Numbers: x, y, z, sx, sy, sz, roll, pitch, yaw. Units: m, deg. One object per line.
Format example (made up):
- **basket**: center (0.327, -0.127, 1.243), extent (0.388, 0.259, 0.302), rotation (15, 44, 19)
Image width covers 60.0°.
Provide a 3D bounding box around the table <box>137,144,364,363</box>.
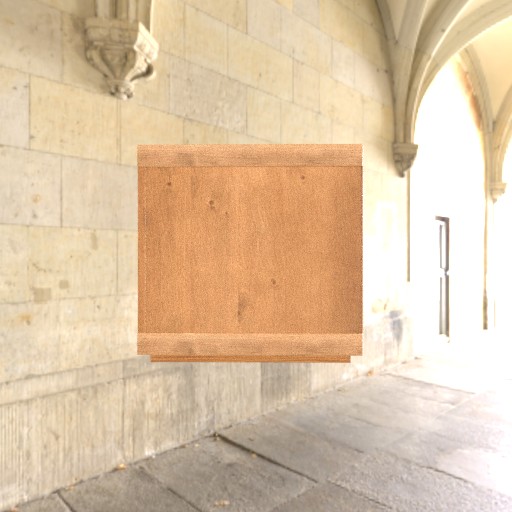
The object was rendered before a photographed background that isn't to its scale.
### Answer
- **table**: center (0.000, 0.000, 1.723), extent (0.499, 0.491, 1.499), rotation (0, 0, 1)
